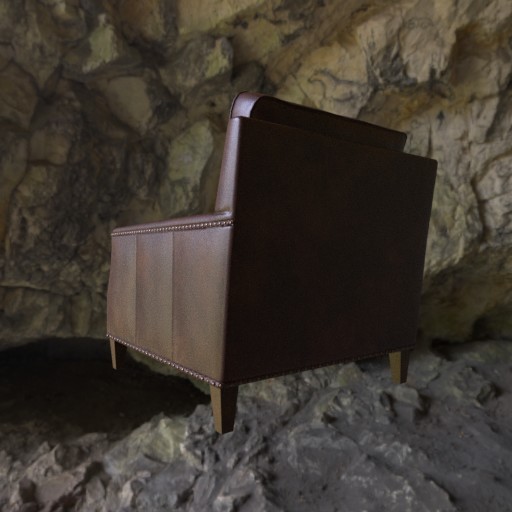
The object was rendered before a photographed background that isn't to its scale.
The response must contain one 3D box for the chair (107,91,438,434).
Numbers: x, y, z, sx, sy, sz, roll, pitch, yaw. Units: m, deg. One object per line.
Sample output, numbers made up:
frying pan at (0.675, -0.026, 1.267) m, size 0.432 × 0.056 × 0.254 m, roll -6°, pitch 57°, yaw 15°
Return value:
chair at (0.000, 0.000, 1.706) m, size 0.853 × 0.929 × 1.014 m, roll 0°, pitch 0°, yaw -36°
